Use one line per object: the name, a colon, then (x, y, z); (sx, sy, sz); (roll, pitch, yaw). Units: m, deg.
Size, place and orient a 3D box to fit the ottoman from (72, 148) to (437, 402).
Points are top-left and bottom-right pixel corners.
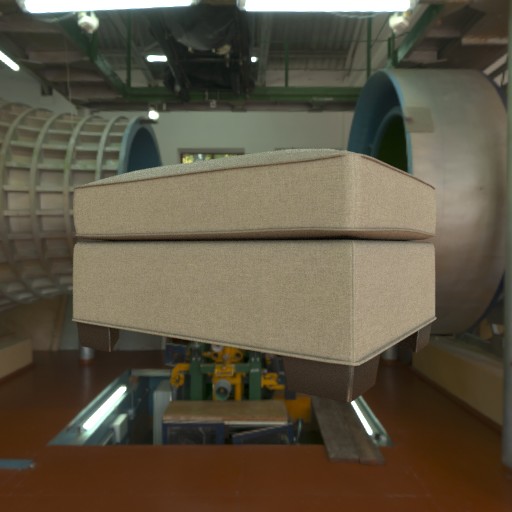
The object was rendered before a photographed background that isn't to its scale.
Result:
ottoman: (0.000, 0.000, 1.248); (0.843, 0.504, 0.619); (1, 2, 34)
